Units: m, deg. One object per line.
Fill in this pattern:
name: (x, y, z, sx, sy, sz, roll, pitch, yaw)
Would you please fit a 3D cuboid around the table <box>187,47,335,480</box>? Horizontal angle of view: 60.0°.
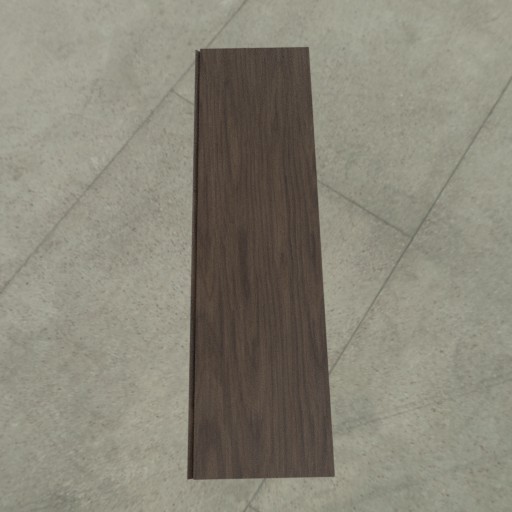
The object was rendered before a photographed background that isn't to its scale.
table: (0.000, 0.000, 1.638, 0.405, 0.508, 1.397, -1, 75, 0)
